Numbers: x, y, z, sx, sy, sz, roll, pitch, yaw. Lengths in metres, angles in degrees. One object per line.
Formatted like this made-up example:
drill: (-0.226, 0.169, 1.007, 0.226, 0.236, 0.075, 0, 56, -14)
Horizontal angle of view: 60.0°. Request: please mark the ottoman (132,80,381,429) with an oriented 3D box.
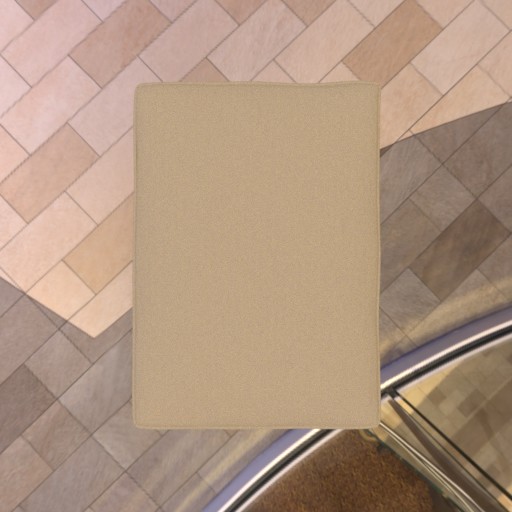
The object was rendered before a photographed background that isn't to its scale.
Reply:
ottoman: (0.000, 0.000, 1.336, 0.703, 0.479, 0.944, 0, 89, 0)
